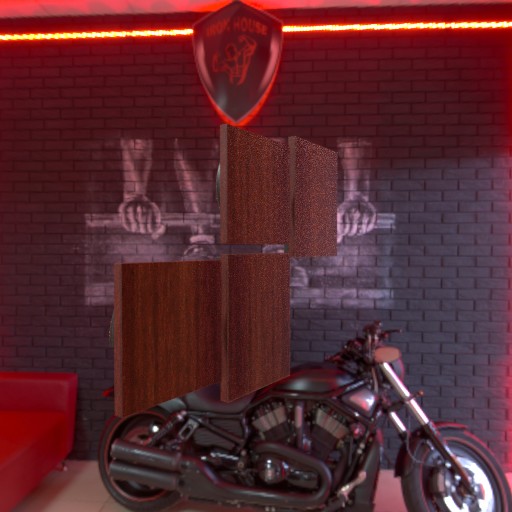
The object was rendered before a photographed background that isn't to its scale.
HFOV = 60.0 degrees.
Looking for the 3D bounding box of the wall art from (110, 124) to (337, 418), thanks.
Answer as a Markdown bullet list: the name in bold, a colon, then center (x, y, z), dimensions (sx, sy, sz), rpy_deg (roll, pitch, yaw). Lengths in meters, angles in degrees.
- **wall art**: center (0.000, 0.000, 0.842), dimensions (0.030, 0.497, 0.635), rpy_deg (1, 1, 36)
